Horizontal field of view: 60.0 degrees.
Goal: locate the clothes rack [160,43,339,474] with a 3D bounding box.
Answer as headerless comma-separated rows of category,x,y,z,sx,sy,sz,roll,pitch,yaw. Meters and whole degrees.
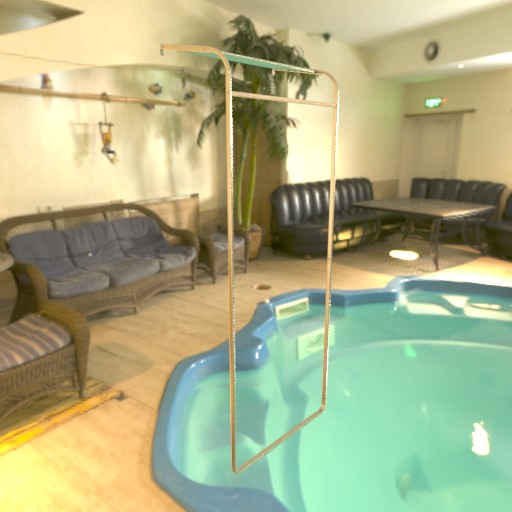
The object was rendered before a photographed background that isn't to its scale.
clothes rack,0.000,0.000,1.827,0.349,1.574,0.609,13,19,42
